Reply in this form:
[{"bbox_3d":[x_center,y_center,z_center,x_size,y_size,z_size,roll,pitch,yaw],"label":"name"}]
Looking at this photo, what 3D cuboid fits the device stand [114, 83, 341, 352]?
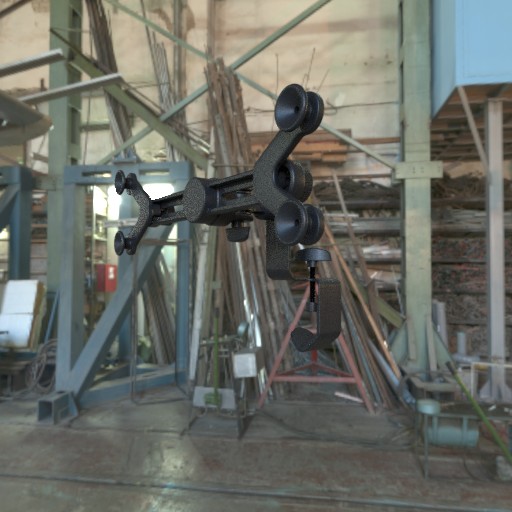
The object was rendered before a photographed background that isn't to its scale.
[{"bbox_3d":[0.000,0.000,0.361,0.142,0.166,0.270,1,-2,-36],"label":"device stand"}]
